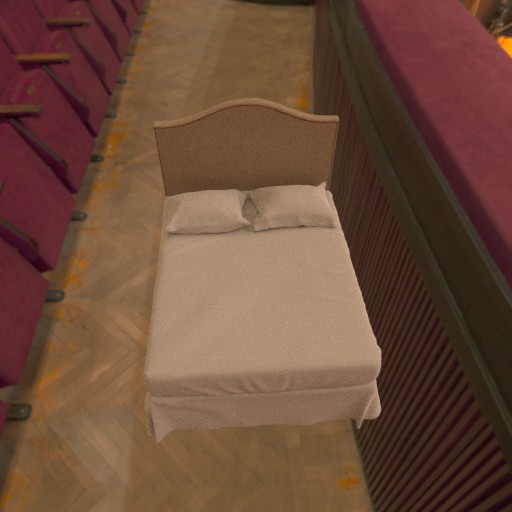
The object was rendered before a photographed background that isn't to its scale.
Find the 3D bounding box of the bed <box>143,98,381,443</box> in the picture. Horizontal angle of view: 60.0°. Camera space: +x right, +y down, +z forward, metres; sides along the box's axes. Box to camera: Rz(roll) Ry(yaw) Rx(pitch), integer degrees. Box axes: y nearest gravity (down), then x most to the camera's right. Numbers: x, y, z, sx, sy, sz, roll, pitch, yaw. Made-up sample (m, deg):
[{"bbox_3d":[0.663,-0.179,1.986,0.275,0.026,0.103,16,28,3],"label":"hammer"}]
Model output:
[{"bbox_3d":[0.000,0.000,3.528,1.876,1.645,2.221,-3,46,-3],"label":"bed"}]
